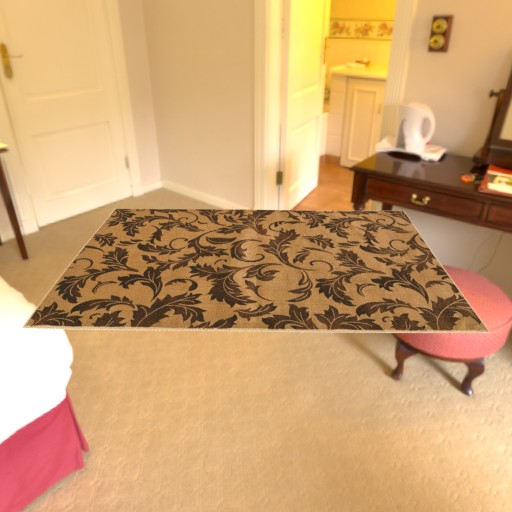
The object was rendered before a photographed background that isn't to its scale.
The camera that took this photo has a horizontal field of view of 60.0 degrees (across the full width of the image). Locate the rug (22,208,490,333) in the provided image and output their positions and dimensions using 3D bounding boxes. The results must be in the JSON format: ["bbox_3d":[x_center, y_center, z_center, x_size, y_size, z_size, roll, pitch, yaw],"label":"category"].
[{"bbox_3d":[0.000,0.000,2.810,2.284,0.008,1.522,0,29,1],"label":"rug"}]
